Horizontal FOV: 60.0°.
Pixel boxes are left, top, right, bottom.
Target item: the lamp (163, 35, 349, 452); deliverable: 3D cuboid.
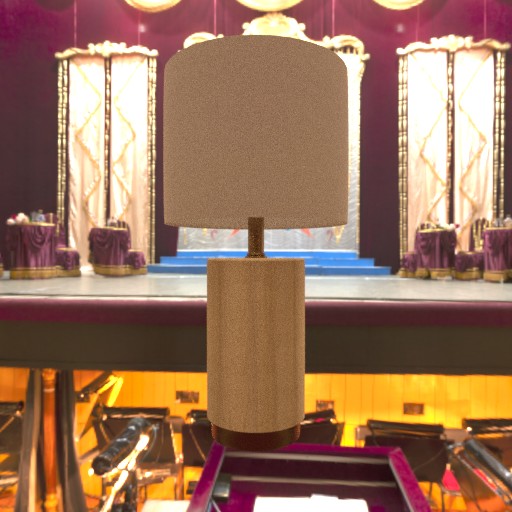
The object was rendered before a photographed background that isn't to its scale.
[{"bbox_3d":[0.000,0.000,0.558,0.228,0.444,0.228,0,0,2],"label":"lamp"}]
